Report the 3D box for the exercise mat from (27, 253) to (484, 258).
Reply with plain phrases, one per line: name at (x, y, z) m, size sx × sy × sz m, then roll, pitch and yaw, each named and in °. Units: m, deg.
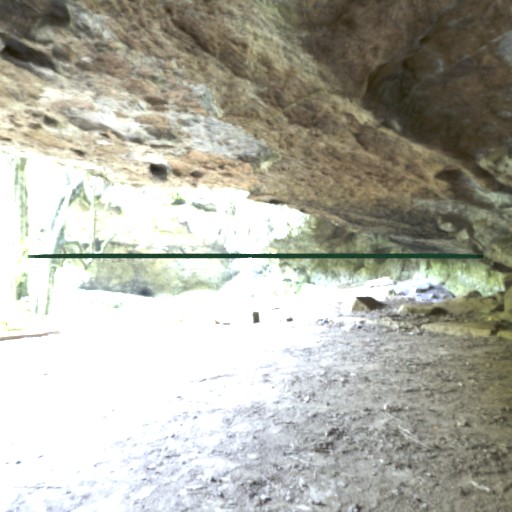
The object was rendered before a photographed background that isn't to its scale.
exercise mat at (0.000, 0.000, 2.066) m, size 1.869 × 0.021 × 0.616 m, roll 0°, pitch 0°, yaw -1°
